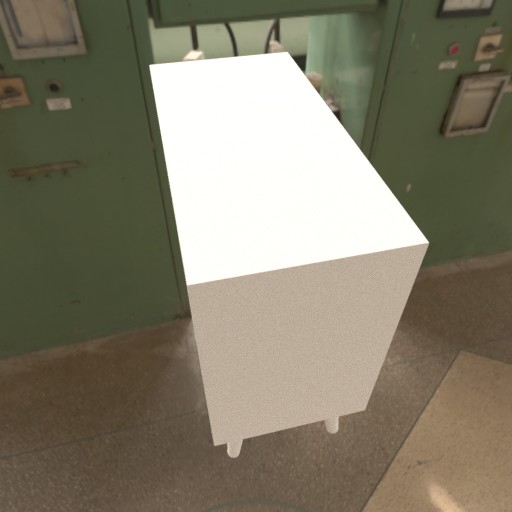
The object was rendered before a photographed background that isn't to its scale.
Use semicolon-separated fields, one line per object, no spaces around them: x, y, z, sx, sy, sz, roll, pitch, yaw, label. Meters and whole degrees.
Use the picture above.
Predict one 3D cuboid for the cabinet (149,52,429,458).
0.000;0.000;1.216;0.398;0.761;0.800;-10;46;-9;cabinet
